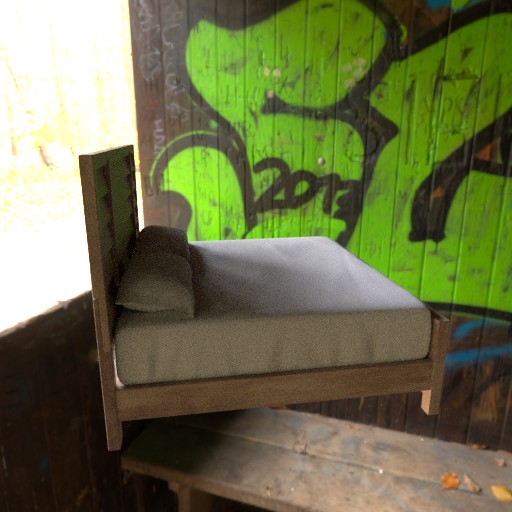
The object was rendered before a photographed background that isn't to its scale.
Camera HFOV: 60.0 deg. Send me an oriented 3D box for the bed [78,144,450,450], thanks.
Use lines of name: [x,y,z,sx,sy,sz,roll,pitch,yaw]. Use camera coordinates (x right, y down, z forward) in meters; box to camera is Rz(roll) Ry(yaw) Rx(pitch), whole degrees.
bed: [0.000,0.000,3.404,2.032,1.626,2.032,-3,16,-9]
